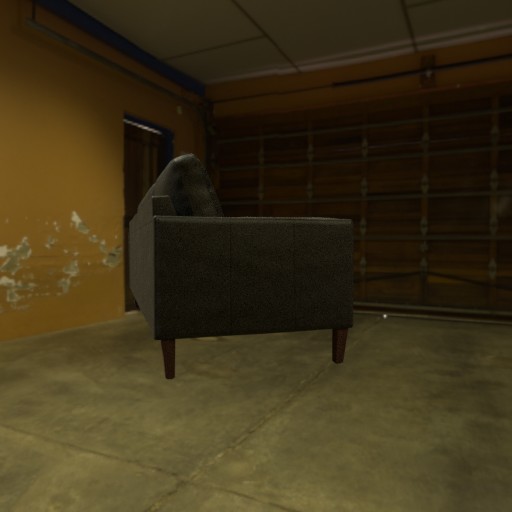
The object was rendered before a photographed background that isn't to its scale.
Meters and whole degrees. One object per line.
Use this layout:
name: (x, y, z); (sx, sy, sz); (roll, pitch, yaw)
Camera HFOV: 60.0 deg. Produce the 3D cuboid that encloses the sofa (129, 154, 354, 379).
sofa: (0.000, 0.000, 2.860); (1.497, 0.876, 2.178); (0, 1, -18)
